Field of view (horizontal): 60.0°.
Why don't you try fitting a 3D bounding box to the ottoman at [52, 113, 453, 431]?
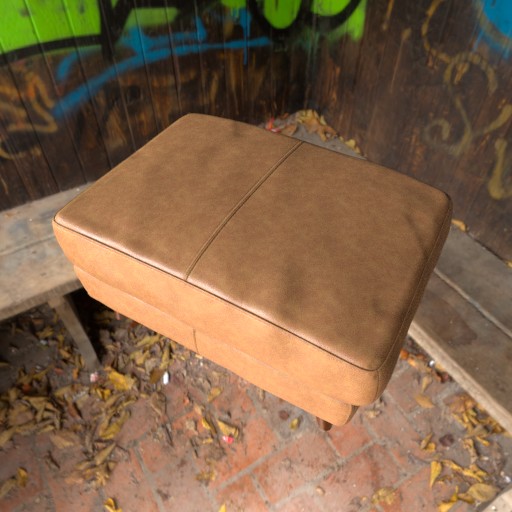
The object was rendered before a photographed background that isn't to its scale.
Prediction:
[{"bbox_3d":[0.000,0.000,1.216,0.869,0.461,0.630,23,51,20],"label":"ottoman"}]
